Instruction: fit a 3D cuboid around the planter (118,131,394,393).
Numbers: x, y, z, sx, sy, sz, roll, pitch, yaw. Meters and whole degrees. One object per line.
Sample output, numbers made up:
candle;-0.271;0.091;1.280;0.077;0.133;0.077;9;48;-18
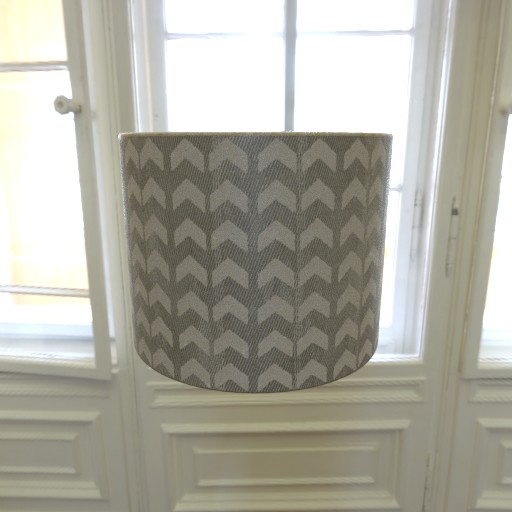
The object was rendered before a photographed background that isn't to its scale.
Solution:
planter;0.000;0.000;0.450;0.250;0.239;0.250;0;15;0
